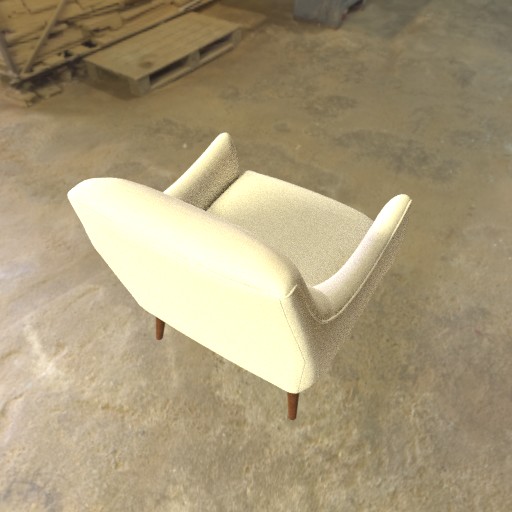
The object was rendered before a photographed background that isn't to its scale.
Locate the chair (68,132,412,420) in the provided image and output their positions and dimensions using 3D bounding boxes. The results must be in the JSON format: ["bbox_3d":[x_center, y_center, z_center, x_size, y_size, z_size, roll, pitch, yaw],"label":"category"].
[{"bbox_3d":[0.000,0.000,1.448,0.762,0.838,0.787,25,51,22],"label":"chair"}]
